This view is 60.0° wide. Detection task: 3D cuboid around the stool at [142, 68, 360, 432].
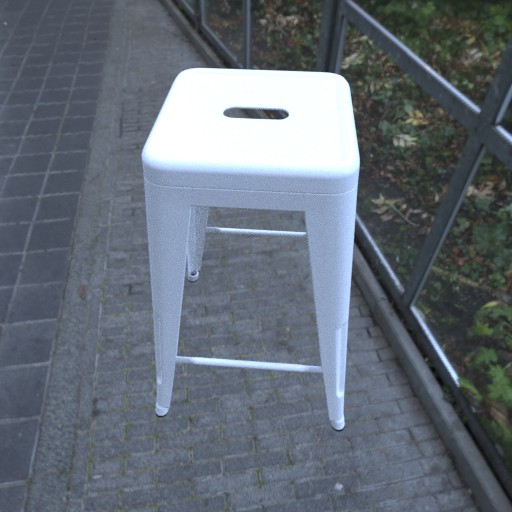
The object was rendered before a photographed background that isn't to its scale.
[{"bbox_3d":[0.000,0.000,0.856,0.406,0.610,0.406,3,47,3],"label":"stool"}]
